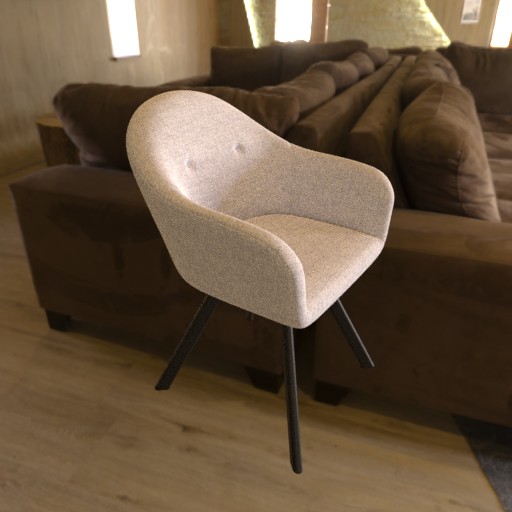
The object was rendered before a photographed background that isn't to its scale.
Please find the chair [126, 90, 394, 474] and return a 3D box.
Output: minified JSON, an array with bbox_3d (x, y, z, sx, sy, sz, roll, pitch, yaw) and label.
[{"bbox_3d":[0.000,0.000,1.160,0.570,0.780,0.540,18,32,31],"label":"chair"}]
